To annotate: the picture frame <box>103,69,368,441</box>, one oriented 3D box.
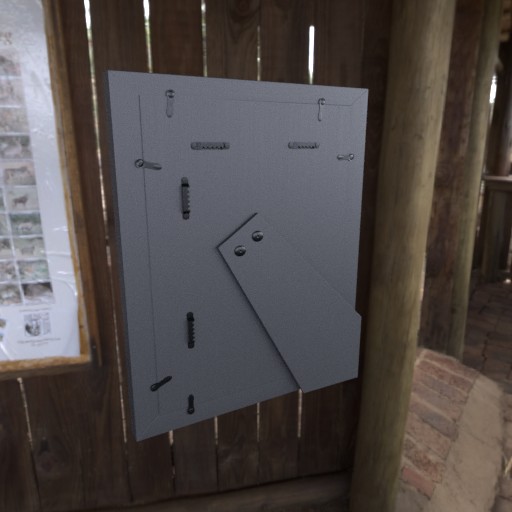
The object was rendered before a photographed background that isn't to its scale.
[{"bbox_3d":[0.000,0.000,0.517,0.307,0.383,0.036,-8,17,-28],"label":"picture frame"}]
